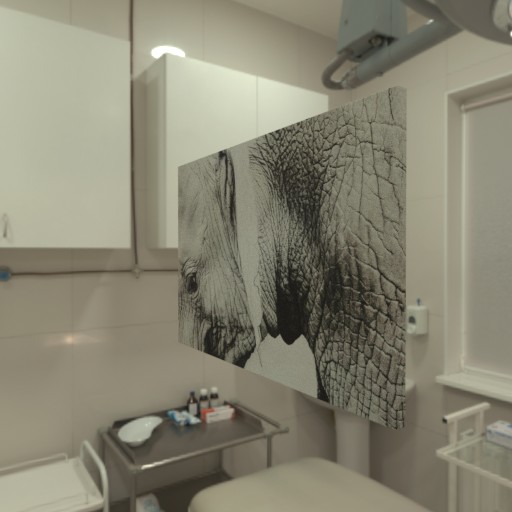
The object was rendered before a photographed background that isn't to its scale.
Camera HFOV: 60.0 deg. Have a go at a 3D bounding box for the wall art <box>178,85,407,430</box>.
[{"bbox_3d":[0.000,0.000,1.454,0.035,0.758,1.141,0,1,-34],"label":"wall art"}]
